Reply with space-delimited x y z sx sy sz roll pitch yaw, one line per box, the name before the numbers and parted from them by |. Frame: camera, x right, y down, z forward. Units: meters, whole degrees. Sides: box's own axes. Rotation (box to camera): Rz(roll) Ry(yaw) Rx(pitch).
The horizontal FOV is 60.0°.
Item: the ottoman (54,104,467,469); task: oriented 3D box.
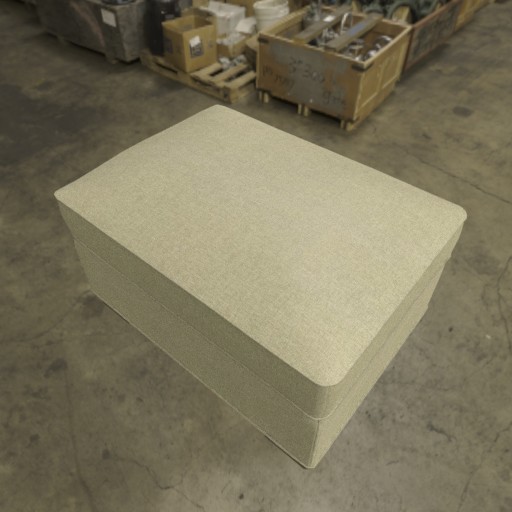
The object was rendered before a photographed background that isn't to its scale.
ottoman | 0.000 0.000 1.221 0.843 0.504 0.619 31 54 26
